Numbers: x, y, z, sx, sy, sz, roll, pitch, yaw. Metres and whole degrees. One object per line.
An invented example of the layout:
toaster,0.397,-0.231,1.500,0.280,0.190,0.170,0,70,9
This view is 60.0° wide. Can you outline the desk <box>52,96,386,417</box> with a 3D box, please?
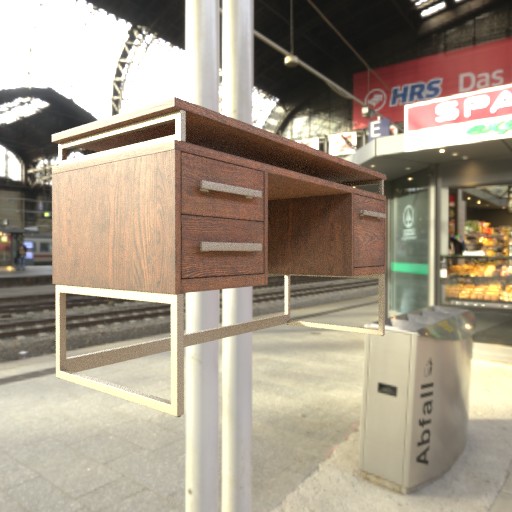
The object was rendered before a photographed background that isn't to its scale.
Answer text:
desk,0.000,0.000,1.804,0.610,0.792,1.384,0,1,37
